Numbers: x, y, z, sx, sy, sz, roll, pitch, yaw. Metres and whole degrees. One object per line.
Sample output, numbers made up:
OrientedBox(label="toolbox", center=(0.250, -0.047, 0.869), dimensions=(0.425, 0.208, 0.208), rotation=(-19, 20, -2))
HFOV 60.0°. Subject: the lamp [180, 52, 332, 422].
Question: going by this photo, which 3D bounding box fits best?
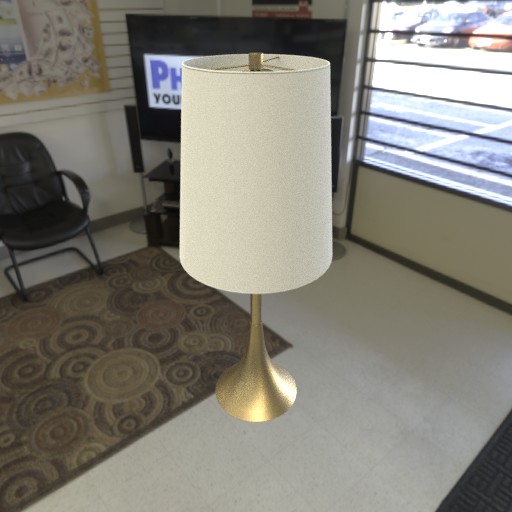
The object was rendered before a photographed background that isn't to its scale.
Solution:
OrientedBox(label="lamp", center=(0.000, 0.000, 0.681), dimensions=(0.231, 0.569, 0.231), rotation=(0, 30, 0))
